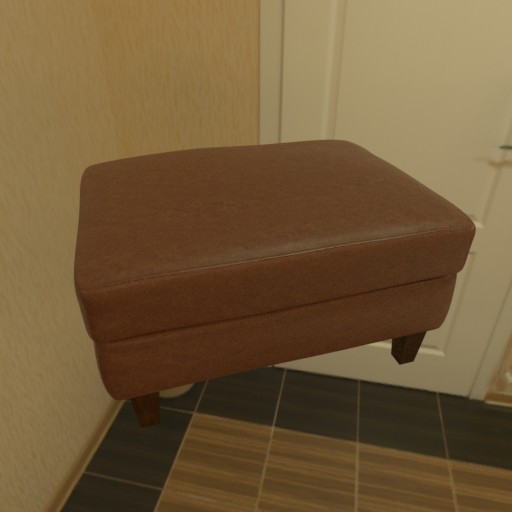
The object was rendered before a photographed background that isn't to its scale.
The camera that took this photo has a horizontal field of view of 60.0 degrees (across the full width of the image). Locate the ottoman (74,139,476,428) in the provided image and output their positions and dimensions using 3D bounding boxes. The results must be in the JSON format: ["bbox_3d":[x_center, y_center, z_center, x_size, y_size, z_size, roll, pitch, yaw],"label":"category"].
[{"bbox_3d":[0.000,0.000,1.211,0.851,0.485,0.650,-9,33,-14],"label":"ottoman"}]
